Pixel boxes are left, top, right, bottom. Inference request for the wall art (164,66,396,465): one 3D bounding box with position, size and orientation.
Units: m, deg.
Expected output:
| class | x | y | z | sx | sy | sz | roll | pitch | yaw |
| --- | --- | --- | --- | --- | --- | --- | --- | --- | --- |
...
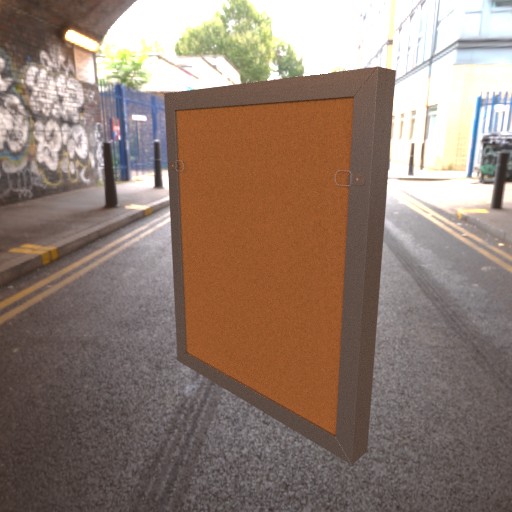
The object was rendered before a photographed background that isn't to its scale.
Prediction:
| class | x | y | z | sx | sy | sz | roll | pitch | yaw |
| --- | --- | --- | --- | --- | --- | --- | --- | --- | --- |
| wall art | 0.000 | 0.000 | 0.520 | 0.030 | 0.379 | 0.308 | -14 | 20 | -43 |
